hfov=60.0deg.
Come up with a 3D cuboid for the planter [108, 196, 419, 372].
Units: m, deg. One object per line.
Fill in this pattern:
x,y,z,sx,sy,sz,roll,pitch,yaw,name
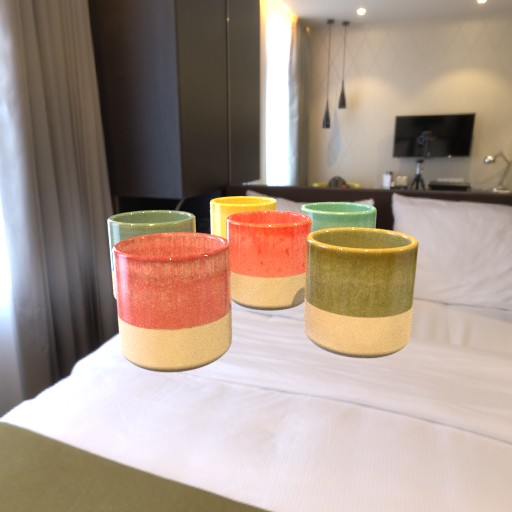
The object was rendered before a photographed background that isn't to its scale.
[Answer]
0.000,0.000,0.406,0.257,0.075,0.286,-3,15,-10,planter
